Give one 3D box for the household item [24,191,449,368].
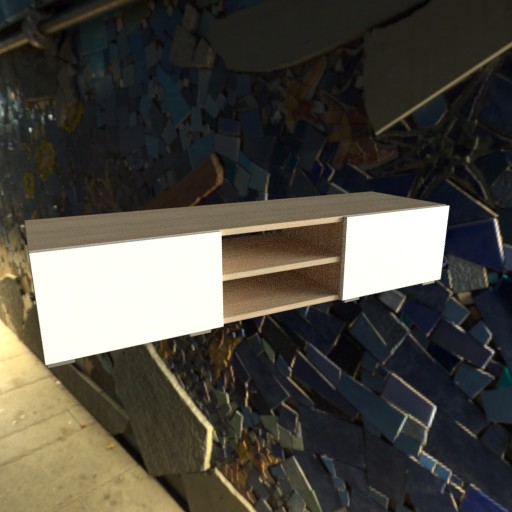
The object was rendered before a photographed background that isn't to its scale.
[{"bbox_3d":[0.000,0.000,1.550,1.400,0.310,0.420,-8,18,-27],"label":"household item"}]
